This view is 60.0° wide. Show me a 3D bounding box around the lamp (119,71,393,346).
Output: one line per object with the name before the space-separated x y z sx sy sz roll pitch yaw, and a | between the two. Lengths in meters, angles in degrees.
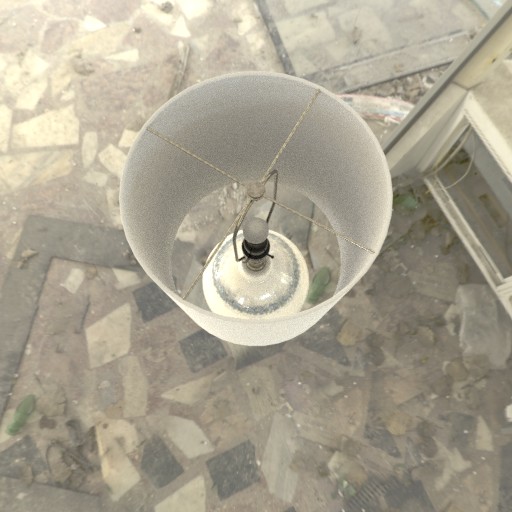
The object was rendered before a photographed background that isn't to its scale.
lamp | 0.000 0.000 0.546 0.216 0.404 0.216 1 74 0
